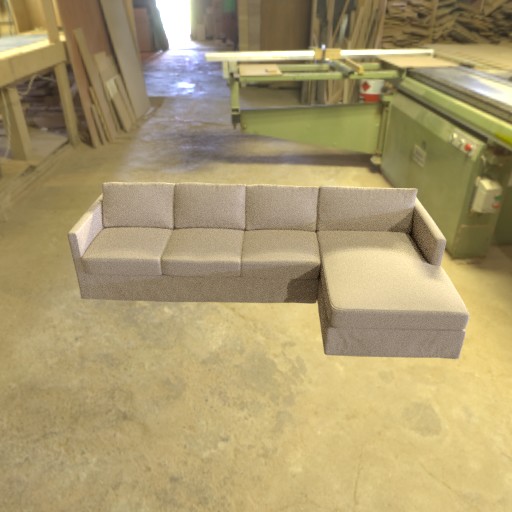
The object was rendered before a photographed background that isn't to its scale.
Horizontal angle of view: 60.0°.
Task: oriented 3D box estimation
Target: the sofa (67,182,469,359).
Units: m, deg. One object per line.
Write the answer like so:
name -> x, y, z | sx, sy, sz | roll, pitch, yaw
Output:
sofa -> 0.000, 0.000, 3.901 | 3.206, 0.871, 1.622 | 1, 30, 2
